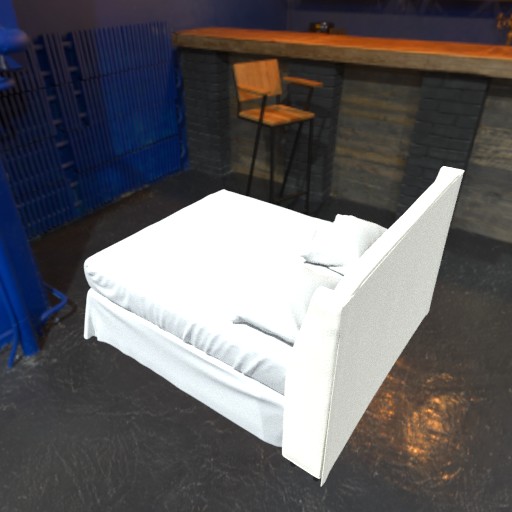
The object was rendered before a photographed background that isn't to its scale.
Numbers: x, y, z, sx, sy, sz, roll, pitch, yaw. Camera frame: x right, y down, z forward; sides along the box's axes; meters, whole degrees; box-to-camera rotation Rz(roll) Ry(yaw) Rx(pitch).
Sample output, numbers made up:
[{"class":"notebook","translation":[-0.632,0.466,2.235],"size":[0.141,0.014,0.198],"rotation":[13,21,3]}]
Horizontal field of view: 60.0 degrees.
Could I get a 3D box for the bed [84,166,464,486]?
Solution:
[{"class":"bed","translation":[0.000,0.000,3.354],"size":[2.276,1.332,1.925],"rotation":[21,37,30]}]
